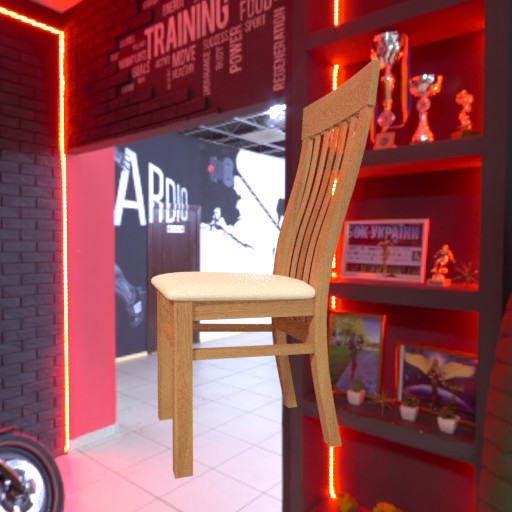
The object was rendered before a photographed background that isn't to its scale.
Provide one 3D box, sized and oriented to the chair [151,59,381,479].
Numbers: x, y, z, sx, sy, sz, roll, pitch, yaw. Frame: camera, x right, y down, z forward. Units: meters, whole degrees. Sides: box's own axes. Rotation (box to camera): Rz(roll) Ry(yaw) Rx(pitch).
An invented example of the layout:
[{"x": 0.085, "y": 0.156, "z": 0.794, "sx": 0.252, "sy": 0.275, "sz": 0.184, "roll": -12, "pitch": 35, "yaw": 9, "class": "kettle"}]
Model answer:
[{"x": 0.000, "y": 0.000, "z": 1.322, "sx": 0.580, "sy": 1.050, "sz": 0.450, "roll": -1, "pitch": 2, "yaw": -18, "class": "chair"}]
